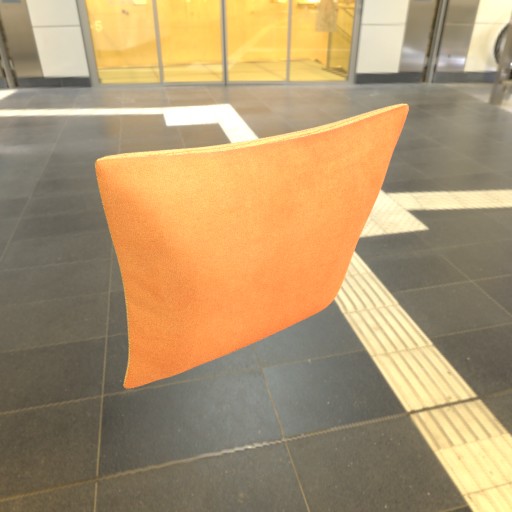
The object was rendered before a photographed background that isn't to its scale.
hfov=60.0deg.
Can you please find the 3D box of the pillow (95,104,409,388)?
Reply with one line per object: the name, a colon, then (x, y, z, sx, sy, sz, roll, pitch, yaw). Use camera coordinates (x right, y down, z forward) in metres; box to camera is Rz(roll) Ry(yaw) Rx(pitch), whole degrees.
pillow: (0.000, 0.000, 0.646, 0.424, 0.401, 0.177, -19, 36, -28)
